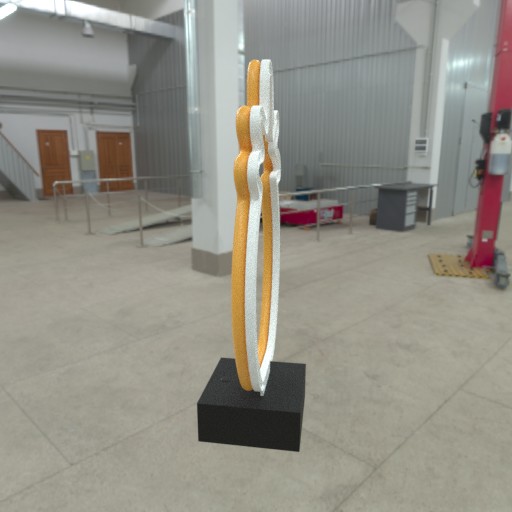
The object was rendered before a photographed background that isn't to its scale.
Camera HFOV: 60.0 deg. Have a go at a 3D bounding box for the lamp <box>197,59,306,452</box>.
[{"bbox_3d":[0.000,0.000,0.387,0.088,0.317,0.167,2,14,9],"label":"lamp"}]
